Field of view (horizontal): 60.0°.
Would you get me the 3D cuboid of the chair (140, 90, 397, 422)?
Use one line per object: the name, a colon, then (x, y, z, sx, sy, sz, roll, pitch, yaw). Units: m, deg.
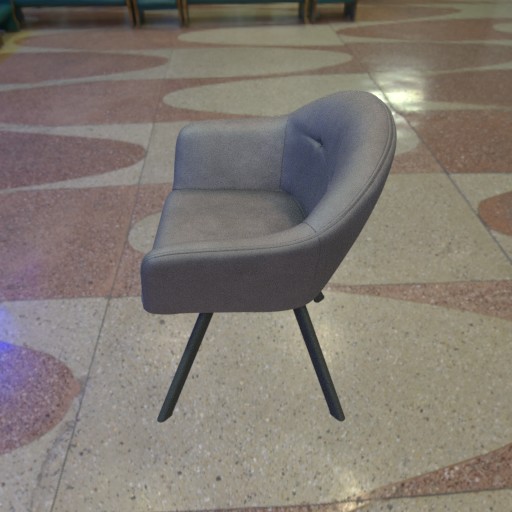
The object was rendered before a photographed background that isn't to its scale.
chair: (0.000, 0.000, 1.136, 0.544, 0.781, 0.567, 0, 41, 0)
